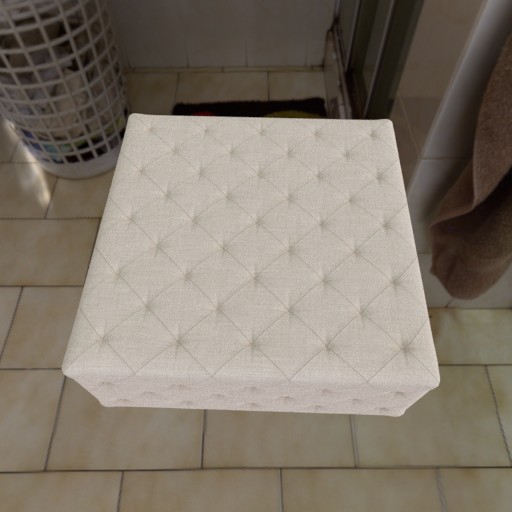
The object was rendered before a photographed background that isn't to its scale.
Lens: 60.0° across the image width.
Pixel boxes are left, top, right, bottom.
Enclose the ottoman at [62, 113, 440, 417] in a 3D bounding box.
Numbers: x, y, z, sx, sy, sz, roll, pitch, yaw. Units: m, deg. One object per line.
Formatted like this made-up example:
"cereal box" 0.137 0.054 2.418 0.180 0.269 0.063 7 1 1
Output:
"ottoman" 0.000 0.000 1.614 1.028 0.439 1.028 2 58 1
